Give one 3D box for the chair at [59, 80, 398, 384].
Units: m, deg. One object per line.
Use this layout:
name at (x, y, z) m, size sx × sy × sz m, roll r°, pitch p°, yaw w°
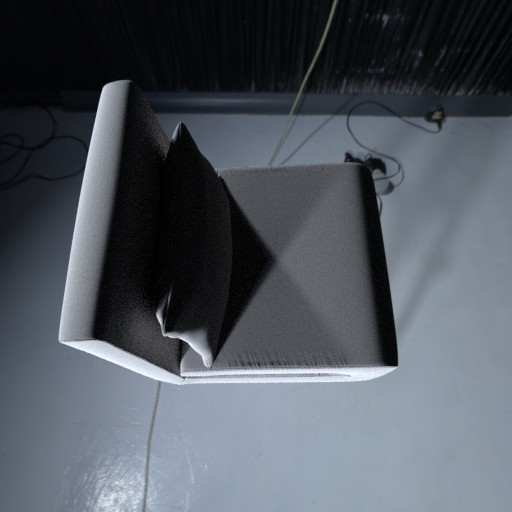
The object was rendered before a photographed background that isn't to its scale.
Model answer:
chair at (0.000, 0.000, 1.474) m, size 0.902 × 0.808 × 0.770 m, roll 0°, pitch 66°, yaw 0°
